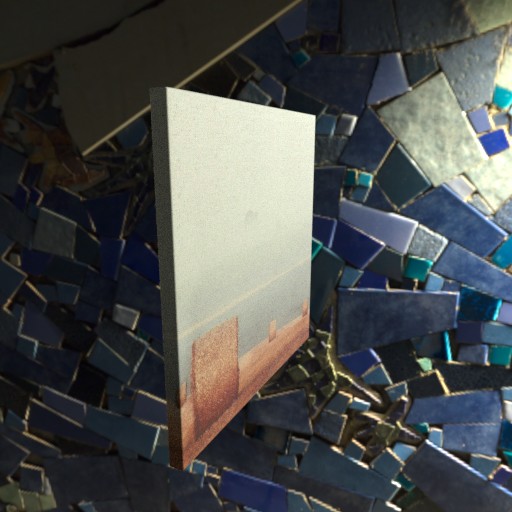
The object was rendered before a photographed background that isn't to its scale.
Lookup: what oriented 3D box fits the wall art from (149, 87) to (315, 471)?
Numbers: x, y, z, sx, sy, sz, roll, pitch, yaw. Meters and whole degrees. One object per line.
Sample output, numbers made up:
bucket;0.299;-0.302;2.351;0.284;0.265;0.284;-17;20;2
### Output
wall art;0.000;0.000;0.938;0.034;0.605;0.605;7;15;26
